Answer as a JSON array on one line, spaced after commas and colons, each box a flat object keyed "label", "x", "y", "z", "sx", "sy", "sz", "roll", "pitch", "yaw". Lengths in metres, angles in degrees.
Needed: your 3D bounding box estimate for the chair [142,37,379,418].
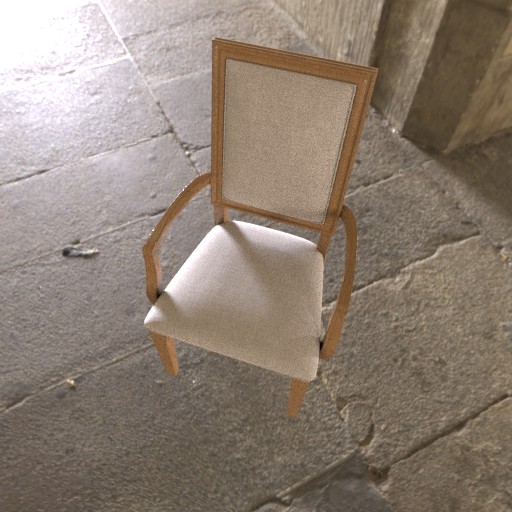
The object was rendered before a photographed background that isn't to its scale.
[{"label": "chair", "x": 0.000, "y": 0.000, "z": 1.353, "sx": 0.606, "sy": 0.990, "sz": 0.602, "roll": 16, "pitch": 59, "yaw": 10}]
